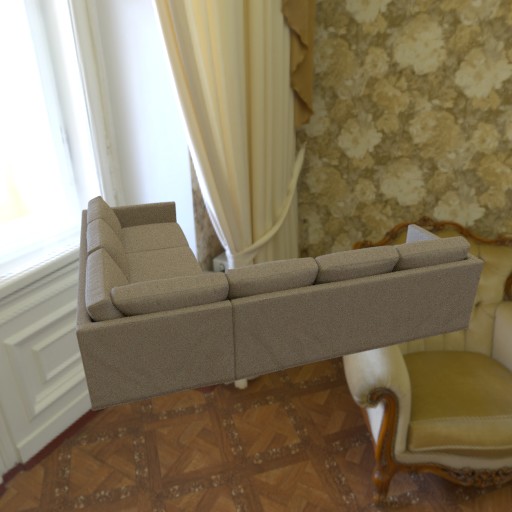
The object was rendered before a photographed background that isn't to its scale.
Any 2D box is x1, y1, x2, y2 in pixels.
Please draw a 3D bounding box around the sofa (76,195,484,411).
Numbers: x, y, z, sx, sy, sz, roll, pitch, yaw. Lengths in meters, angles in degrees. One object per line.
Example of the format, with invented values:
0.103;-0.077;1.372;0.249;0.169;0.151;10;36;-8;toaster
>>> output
0.000;0.000;4.335;3.182;0.871;2.432;-8;26;-17;sofa
